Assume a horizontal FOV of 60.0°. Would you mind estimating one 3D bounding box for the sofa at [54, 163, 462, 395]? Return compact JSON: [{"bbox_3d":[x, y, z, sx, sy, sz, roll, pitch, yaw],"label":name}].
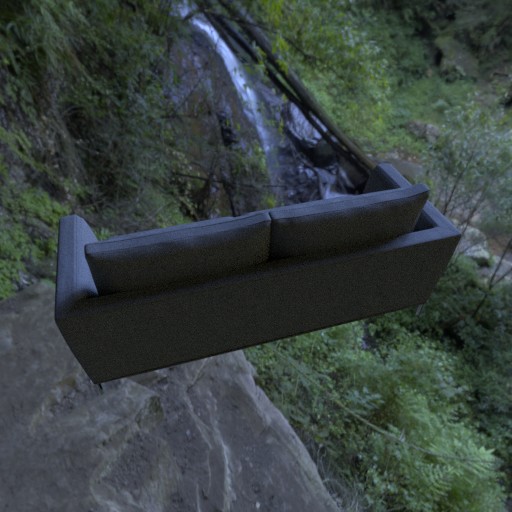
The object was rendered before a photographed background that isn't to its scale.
[{"bbox_3d":[0.000,0.000,2.744,2.212,1.002,0.869,-11,43,-12],"label":"sofa"}]
